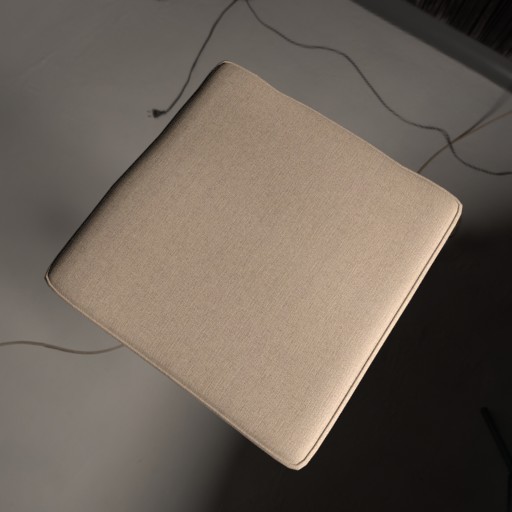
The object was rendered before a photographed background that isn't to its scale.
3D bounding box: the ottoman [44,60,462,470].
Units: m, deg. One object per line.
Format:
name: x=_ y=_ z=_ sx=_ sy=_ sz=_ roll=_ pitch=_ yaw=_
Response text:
ottoman: x=0.000 y=0.000 z=1.348 sx=0.838 sy=0.481 sz=0.838 roll=34 pitch=78 yaw=8
